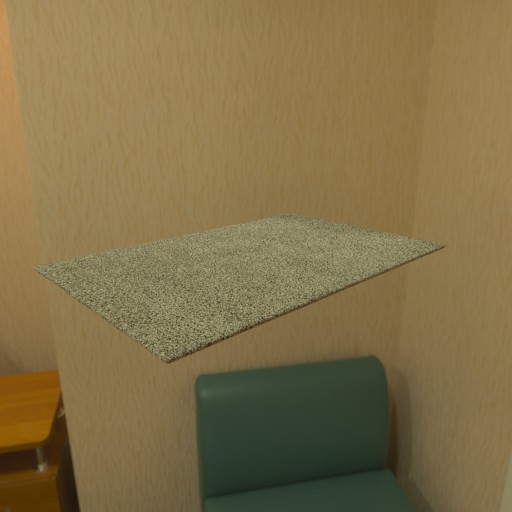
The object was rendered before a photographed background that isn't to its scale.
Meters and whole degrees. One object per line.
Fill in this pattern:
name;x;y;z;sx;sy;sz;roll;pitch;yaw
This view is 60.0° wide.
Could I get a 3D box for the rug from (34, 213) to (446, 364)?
rug;0.000;0.000;3.469;2.743;0.030;1.778;-16;23;-41
